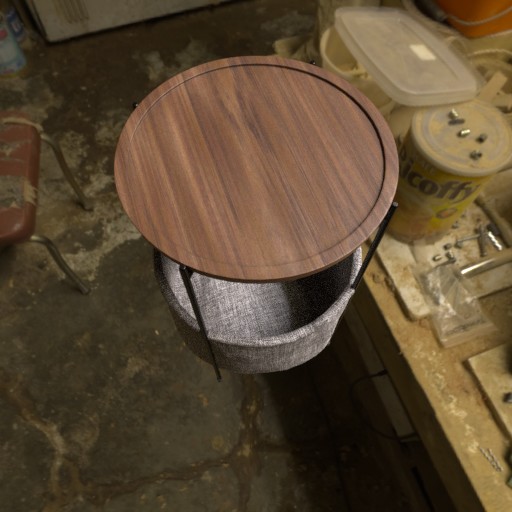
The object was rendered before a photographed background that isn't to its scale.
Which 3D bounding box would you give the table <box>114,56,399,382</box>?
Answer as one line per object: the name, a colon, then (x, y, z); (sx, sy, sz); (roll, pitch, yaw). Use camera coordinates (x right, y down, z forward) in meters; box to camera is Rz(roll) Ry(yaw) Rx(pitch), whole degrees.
table: (0.000, 0.000, 0.882); (0.400, 0.623, 0.400); (-17, 64, -8)
